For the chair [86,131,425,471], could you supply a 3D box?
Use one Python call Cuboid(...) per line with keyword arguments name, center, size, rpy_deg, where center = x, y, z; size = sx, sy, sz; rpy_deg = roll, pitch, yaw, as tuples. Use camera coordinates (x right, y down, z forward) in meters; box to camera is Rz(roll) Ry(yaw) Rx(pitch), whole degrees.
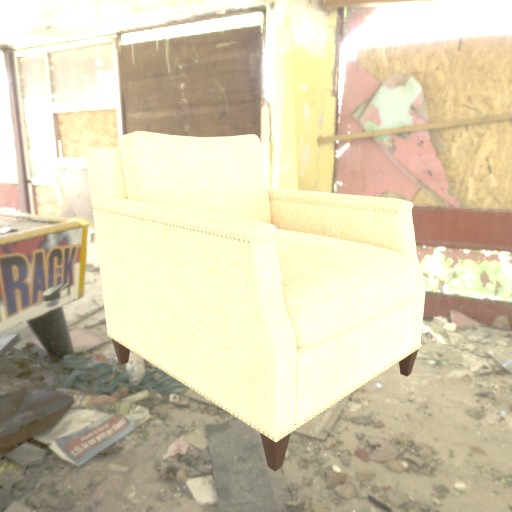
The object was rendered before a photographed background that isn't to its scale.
Cuboid(name="chair", center=(0.000, 0.000, 1.726), size=(0.838, 0.940, 1.041), rpy_deg=(-13, 19, -43))
